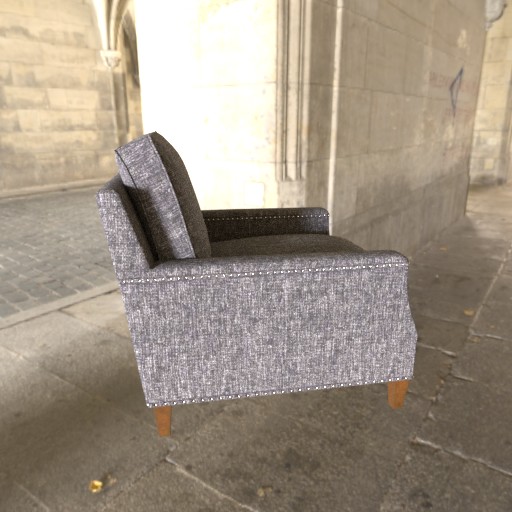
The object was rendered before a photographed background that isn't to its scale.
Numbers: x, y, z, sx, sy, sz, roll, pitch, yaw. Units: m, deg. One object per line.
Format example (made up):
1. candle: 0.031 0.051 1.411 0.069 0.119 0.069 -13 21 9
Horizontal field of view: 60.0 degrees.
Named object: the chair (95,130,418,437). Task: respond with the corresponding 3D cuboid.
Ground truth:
1. chair: 0.000 0.000 1.740 1.014 0.943 0.853 -3 17 -10
